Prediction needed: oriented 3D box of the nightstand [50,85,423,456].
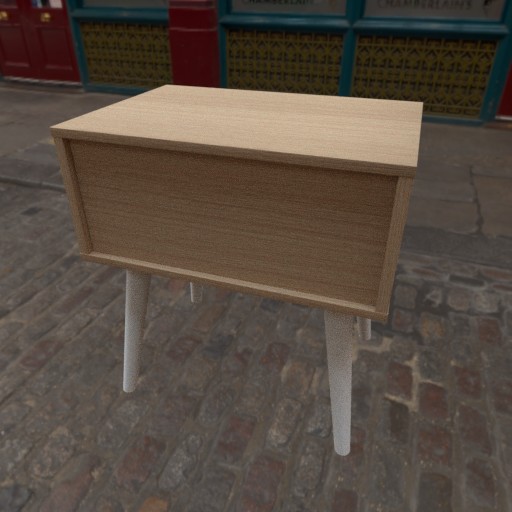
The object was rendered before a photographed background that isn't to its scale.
[{"bbox_3d":[0.000,0.000,0.964,0.571,0.610,0.407,10,33,16],"label":"nightstand"}]
